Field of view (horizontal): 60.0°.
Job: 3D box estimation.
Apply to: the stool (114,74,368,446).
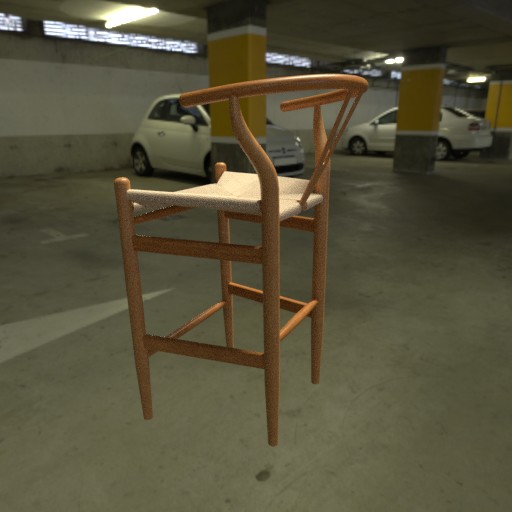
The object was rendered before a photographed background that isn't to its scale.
[{"bbox_3d":[0.000,0.000,1.318,0.579,0.970,0.569,9,19,26],"label":"stool"}]
